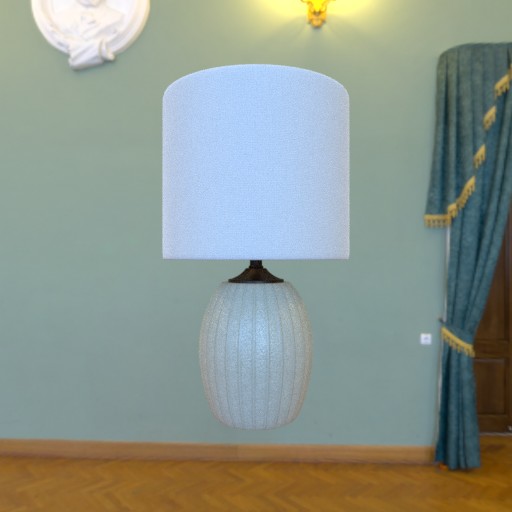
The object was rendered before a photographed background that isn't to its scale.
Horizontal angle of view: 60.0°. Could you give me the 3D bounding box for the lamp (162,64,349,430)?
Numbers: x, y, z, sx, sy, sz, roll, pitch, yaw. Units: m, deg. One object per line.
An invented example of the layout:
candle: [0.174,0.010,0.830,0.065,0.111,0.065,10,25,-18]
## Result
lamp: [0.000,0.000,0.796,0.329,0.570,0.329,0,0,1]
